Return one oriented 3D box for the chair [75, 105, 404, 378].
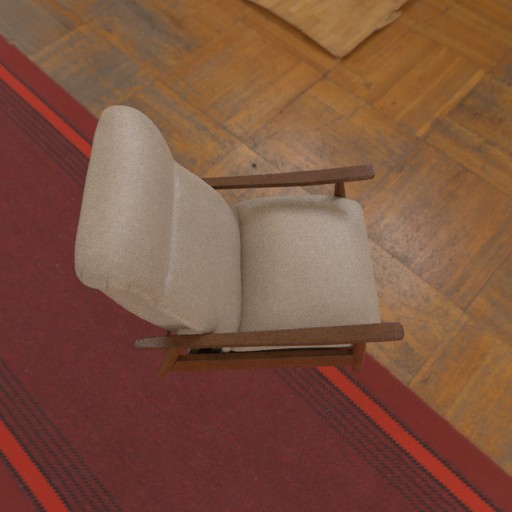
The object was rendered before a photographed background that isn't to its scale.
[{"bbox_3d":[0.000,0.000,1.794,1.030,1.082,0.762,-1,63,-1],"label":"chair"}]
